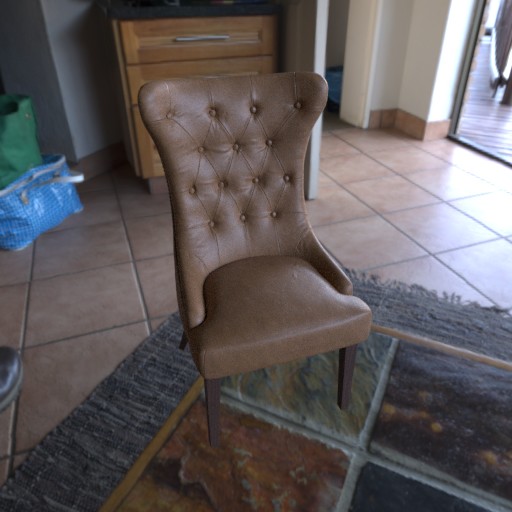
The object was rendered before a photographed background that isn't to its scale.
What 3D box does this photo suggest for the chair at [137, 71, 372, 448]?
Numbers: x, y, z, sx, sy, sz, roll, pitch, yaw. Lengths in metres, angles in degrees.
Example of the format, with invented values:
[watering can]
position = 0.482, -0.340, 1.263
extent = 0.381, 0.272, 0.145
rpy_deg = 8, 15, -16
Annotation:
[chair]
position = 0.000, 0.000, 1.491
extent = 0.611, 1.065, 0.669
rpy_deg = -10, 33, -16
